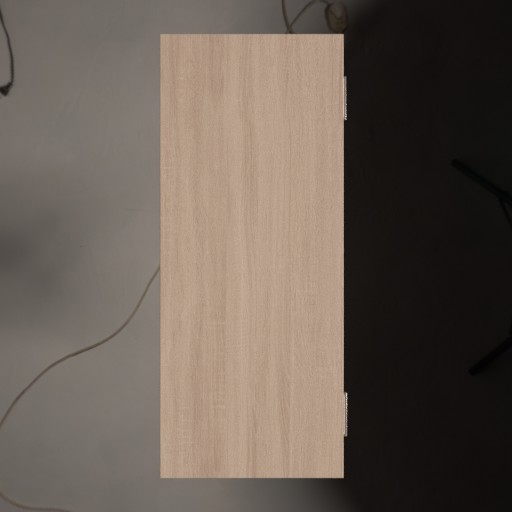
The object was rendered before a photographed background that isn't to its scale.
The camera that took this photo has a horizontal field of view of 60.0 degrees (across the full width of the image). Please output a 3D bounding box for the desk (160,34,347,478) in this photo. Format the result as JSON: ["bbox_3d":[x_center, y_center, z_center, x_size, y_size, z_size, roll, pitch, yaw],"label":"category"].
[{"bbox_3d":[0.000,0.000,1.752,0.600,0.740,1.390,0,90,0],"label":"desk"}]
